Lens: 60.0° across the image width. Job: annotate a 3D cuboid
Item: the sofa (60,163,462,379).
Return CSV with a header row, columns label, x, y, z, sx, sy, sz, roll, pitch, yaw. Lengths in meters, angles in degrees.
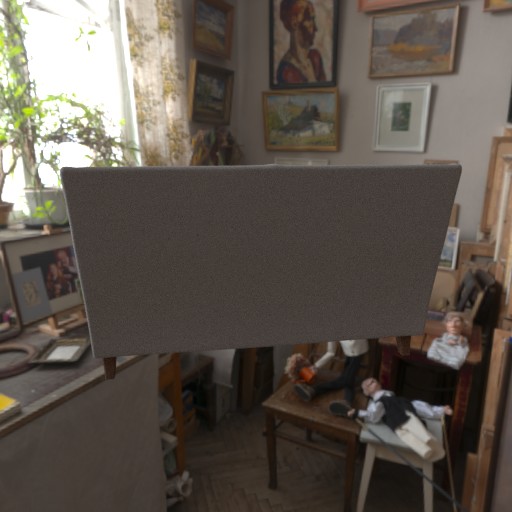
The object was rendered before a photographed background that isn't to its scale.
label,x,y,z,sx,sy,sz,roll,pitch,yaw
sofa,0.000,0.000,2.118,1.482,0.890,0.888,-2,14,-9
